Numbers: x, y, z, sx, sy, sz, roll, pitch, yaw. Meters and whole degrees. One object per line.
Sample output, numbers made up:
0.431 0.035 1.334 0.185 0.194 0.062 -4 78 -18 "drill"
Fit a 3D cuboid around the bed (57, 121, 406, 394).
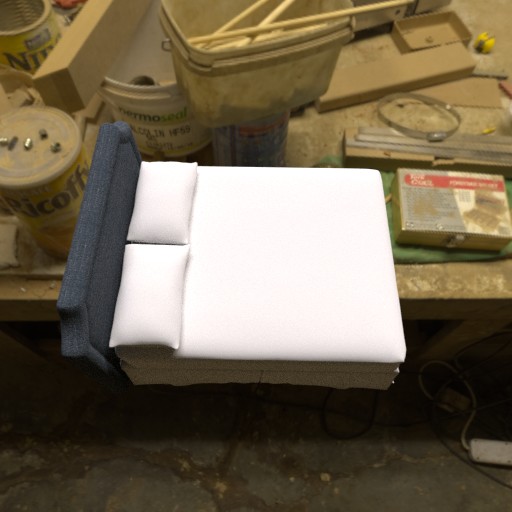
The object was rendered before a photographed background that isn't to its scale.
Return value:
0.000 0.000 3.310 2.208 1.297 1.828 1 62 1 "bed"
